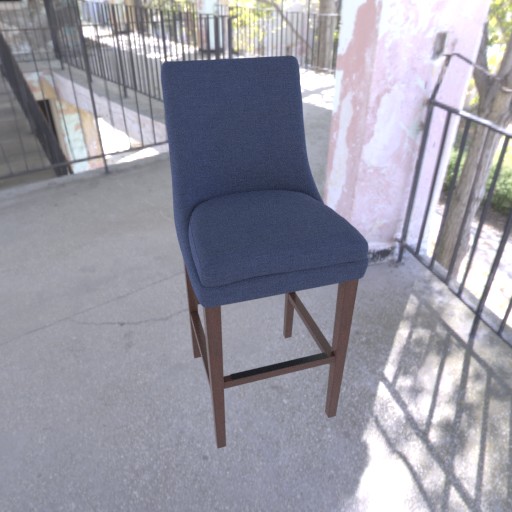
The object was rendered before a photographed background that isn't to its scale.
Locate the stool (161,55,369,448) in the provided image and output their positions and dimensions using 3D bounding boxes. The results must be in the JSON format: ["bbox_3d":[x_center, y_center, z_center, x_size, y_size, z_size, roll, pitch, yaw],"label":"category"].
[{"bbox_3d":[0.000,0.000,1.393,0.470,1.078,0.577,-9,34,-15],"label":"stool"}]
